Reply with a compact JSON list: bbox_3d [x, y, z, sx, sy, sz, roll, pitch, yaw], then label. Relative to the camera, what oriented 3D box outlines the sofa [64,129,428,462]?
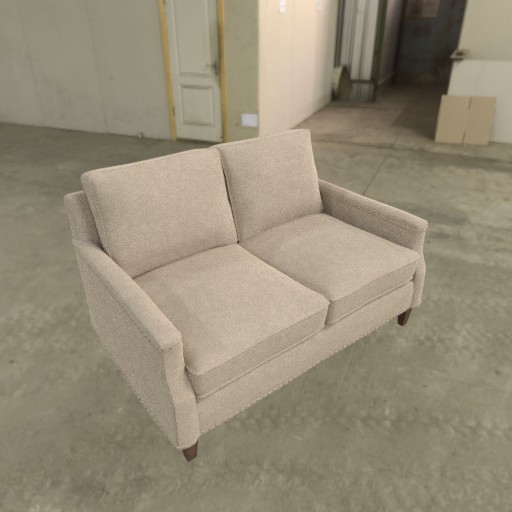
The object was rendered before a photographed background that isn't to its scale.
[{"bbox_3d":[0.000,0.000,2.312,1.597,1.002,1.084,-21,36,-32],"label":"sofa"}]
